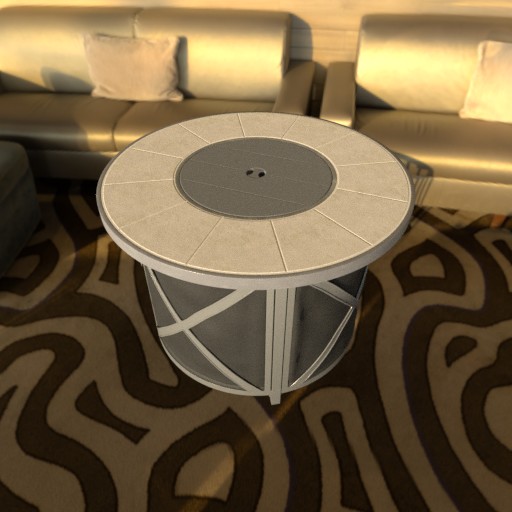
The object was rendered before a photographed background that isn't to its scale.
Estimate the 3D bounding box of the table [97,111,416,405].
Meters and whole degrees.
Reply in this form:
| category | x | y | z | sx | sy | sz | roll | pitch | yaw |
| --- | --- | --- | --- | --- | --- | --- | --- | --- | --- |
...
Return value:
| category | x | y | z | sx | sy | sz | roll | pitch | yaw |
| --- | --- | --- | --- | --- | --- | --- | --- | --- | --- |
| table | 0.000 | 0.000 | 1.528 | 0.914 | 0.650 | 0.914 | 0 | 40 | 0 |
